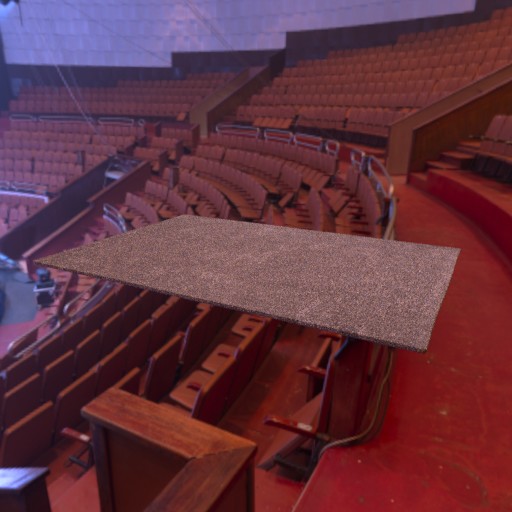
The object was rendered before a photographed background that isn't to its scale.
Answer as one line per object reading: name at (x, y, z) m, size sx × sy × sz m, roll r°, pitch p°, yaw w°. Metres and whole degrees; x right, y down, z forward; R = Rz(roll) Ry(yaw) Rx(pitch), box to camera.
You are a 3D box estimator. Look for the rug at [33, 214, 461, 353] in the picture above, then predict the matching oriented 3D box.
rug at (0.000, 0.000, 3.347) m, size 2.699 × 0.026 × 1.802 m, roll 9°, pitch 20°, yaw 27°
